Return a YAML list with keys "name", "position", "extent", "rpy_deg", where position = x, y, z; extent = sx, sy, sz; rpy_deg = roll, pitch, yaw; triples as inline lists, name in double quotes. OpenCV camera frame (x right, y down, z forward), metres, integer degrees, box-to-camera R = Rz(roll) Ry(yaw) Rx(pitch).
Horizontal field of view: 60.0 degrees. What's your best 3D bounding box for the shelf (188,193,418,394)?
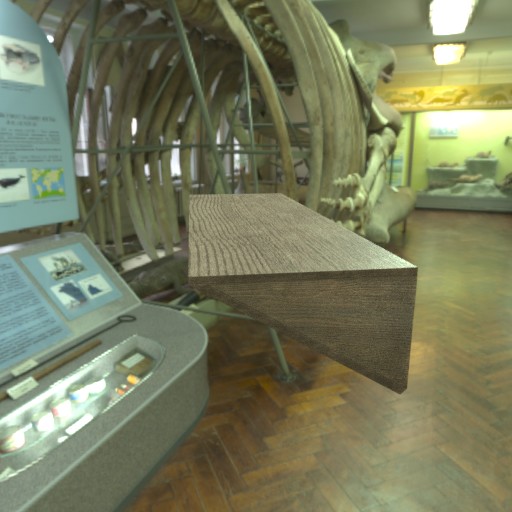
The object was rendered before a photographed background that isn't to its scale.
- name: "shelf"
  position: [0.000, 0.000, 0.683]
  extent: [0.200, 0.125, 0.610]
  rpy_deg: [-2, 14, -8]
